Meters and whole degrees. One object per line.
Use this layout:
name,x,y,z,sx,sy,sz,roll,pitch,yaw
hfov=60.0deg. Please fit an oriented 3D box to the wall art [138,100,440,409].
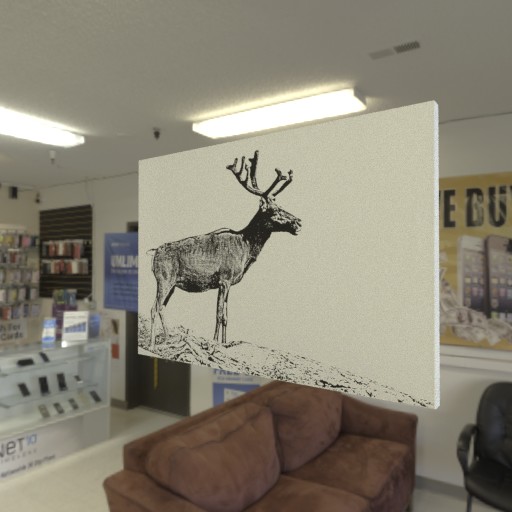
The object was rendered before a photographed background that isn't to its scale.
wall art,0.000,0.000,1.163,0.906,0.617,0.033,-1,-1,36
